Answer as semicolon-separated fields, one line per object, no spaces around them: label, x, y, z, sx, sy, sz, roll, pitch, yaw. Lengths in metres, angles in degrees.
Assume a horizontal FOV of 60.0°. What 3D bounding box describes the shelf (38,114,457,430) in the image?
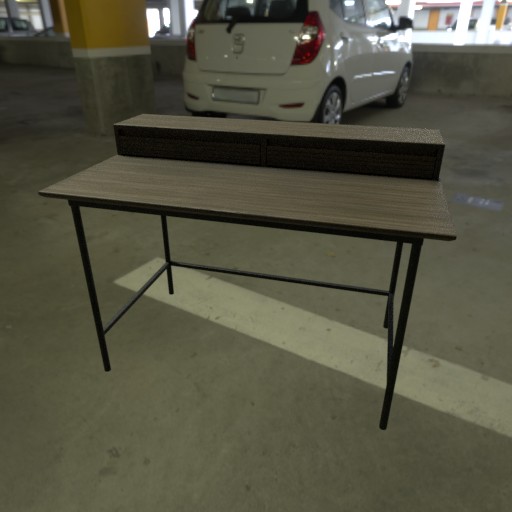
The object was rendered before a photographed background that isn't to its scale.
shelf;0.000;0.000;1.666;1.212;0.865;0.685;7;28;14
